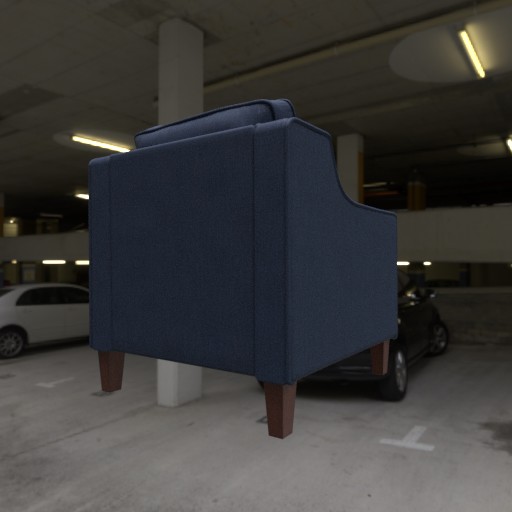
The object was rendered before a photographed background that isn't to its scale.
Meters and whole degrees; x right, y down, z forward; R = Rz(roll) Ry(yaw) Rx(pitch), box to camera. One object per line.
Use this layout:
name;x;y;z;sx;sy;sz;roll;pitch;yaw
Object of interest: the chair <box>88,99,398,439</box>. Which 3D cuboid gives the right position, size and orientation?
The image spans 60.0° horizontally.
chair;0.000;0.000;1.710;0.831;0.960;0.909;0;-1;35
